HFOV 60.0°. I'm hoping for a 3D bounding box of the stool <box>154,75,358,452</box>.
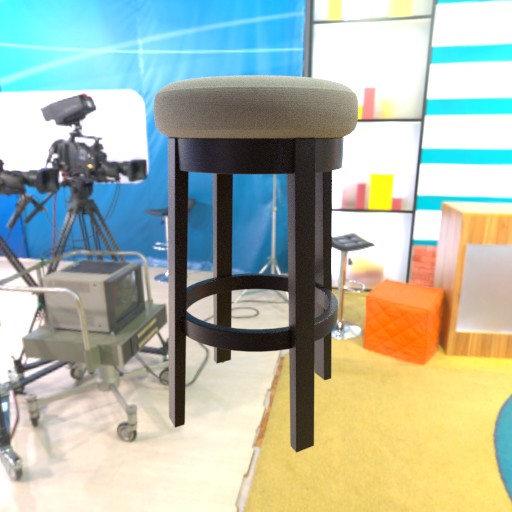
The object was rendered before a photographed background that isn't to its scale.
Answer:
[{"bbox_3d":[0.000,0.000,1.035,0.446,0.758,0.446,0,16,0],"label":"stool"}]
